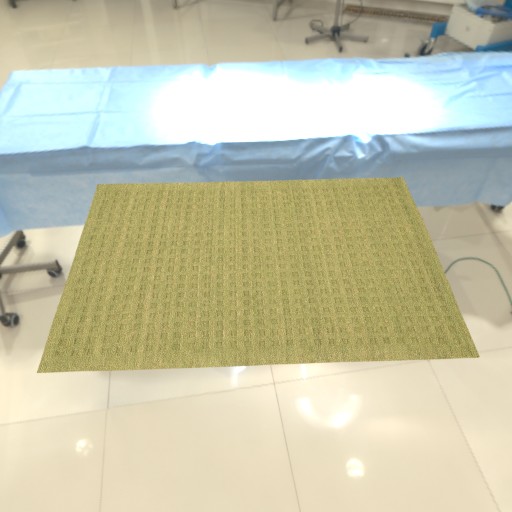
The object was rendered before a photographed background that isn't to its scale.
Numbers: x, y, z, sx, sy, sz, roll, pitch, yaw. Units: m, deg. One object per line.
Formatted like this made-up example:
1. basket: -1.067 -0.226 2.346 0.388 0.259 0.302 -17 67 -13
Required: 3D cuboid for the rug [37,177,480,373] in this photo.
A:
1. rug: 0.000 0.000 2.800 2.297 0.007 1.529 -2 48 -2
